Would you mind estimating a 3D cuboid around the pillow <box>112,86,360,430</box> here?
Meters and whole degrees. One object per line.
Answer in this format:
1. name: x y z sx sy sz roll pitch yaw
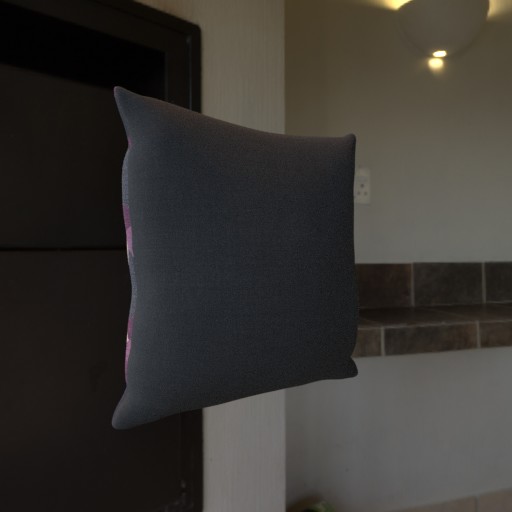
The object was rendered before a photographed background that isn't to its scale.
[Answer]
1. pillow: 0.000 0.000 0.775 0.503 0.496 0.208 0 0 -35
